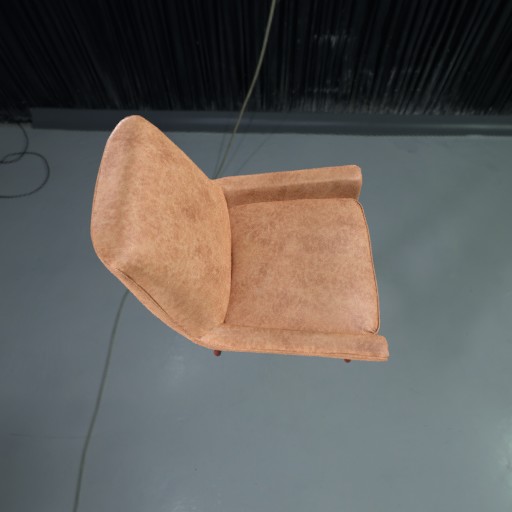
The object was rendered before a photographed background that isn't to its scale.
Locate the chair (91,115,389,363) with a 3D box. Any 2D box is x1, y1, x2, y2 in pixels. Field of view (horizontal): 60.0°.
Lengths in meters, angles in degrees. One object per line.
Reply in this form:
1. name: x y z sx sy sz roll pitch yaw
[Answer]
1. chair: 0.000 0.000 1.549 0.851 0.883 0.753 -1 63 0
